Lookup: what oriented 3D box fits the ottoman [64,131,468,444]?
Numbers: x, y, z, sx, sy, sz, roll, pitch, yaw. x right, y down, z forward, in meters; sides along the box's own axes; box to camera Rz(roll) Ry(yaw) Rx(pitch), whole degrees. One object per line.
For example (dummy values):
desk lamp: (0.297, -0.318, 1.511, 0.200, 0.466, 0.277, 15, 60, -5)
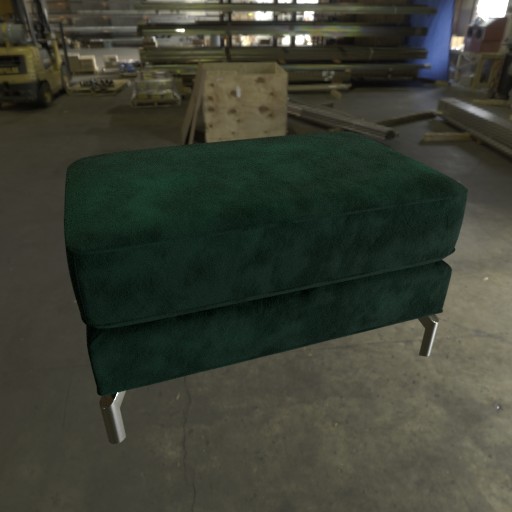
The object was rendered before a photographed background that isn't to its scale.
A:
ottoman: (0.000, 0.000, 1.193, 0.886, 0.533, 0.536, -10, 31, -17)
